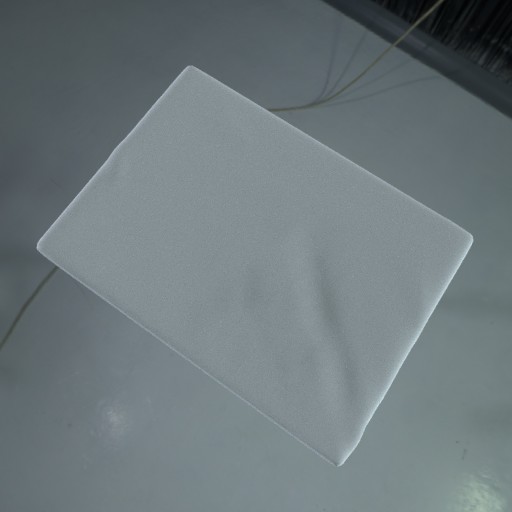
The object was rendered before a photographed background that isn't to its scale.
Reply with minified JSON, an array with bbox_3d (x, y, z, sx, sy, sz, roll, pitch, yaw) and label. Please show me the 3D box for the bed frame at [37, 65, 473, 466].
[{"bbox_3d":[0.000,0.000,2.574,1.905,0.637,1.372,34,78,8],"label":"bed frame"}]
